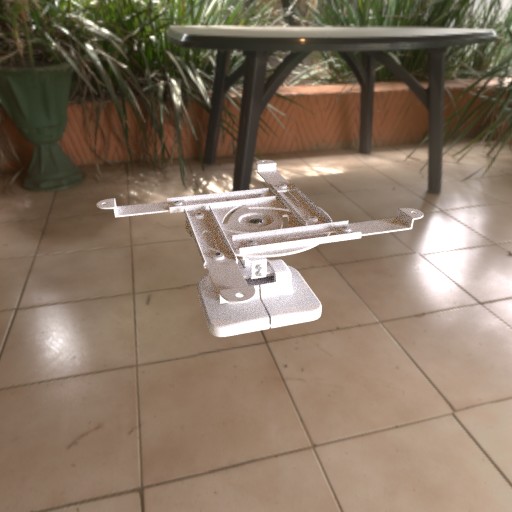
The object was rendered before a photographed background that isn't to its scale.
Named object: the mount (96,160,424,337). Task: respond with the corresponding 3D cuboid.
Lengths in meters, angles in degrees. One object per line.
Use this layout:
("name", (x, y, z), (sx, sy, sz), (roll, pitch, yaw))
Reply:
("mount", (0.000, 0.000, 0.603), (0.394, 0.141, 0.394), (-8, 30, -14))
